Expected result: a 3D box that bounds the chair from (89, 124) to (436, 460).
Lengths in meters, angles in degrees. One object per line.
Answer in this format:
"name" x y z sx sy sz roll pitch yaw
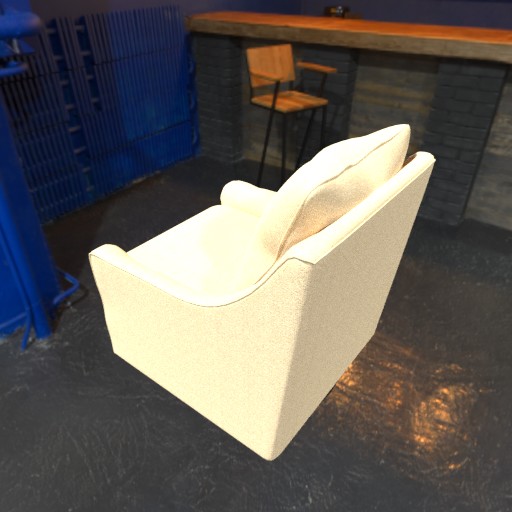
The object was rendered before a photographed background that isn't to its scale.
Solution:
"chair" 0.000 0.000 1.550 0.876 0.927 0.760 23 40 30
